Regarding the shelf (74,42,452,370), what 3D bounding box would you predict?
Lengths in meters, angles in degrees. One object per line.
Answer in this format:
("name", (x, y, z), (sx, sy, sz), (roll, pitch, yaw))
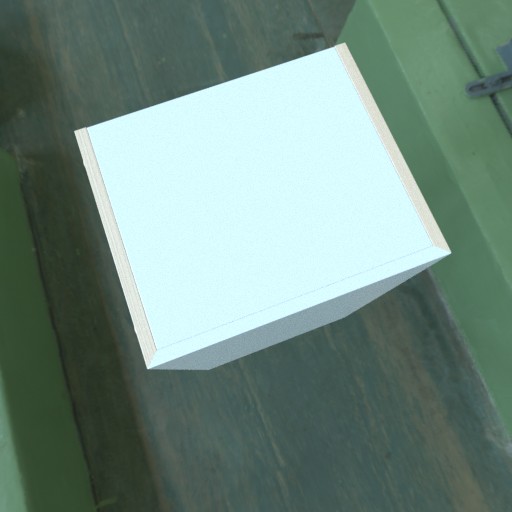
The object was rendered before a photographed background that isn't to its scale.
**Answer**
("shelf", (0.000, 0.000, 0.792), (0.350, 0.600, 0.290), (-20, 76, -5))
